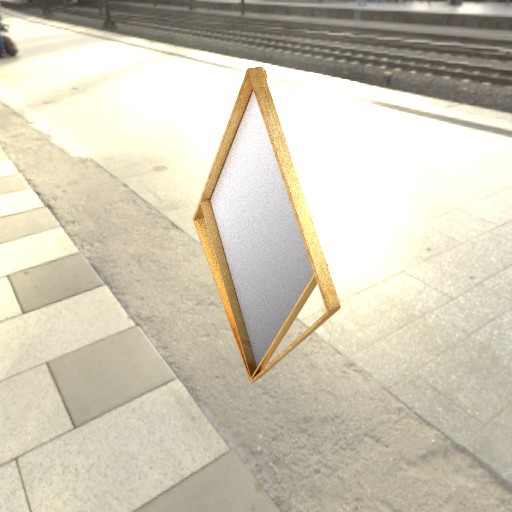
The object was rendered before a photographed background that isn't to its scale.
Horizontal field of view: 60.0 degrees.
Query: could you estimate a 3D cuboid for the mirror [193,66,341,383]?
[{"bbox_3d":[0.000,0.000,0.855,0.032,0.679,0.419,-22,38,-32],"label":"mirror"}]
